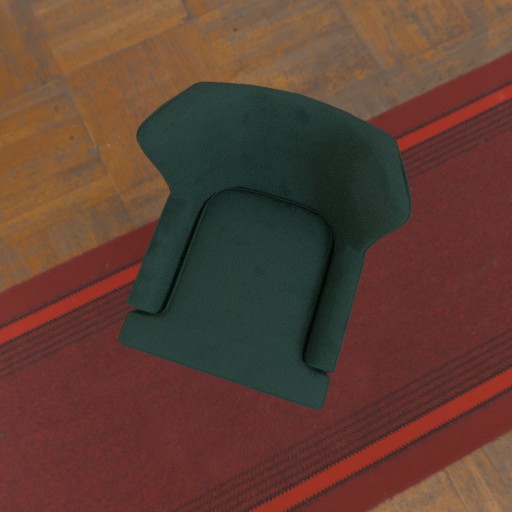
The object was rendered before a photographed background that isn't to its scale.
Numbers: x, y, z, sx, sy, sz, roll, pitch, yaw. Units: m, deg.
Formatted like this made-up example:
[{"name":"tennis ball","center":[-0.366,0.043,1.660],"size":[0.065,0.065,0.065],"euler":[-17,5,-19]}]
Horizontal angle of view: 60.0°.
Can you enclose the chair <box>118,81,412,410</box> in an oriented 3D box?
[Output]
[{"name":"chair","center":[0.000,0.000,1.635],"size":[0.793,0.952,0.910],"euler":[17,77,4]}]
